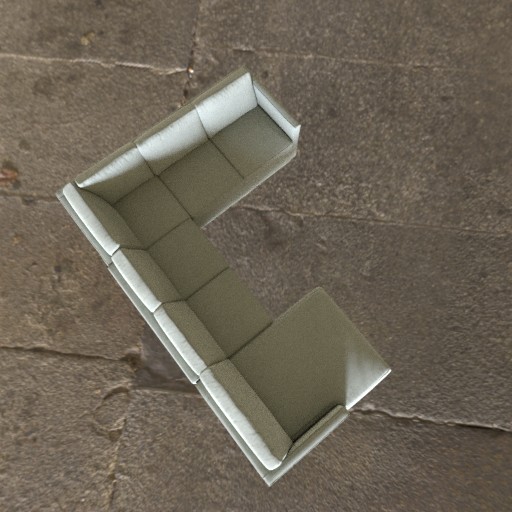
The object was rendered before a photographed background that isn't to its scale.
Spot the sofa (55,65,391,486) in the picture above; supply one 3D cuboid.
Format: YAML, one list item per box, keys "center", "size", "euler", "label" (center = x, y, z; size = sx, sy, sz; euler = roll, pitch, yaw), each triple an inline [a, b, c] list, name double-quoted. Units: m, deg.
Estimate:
- center: [0.000, 0.000, 4.494]
  size: [2.440, 0.869, 3.434]
  euler: [-38, 78, -10]
  label: "sofa"
